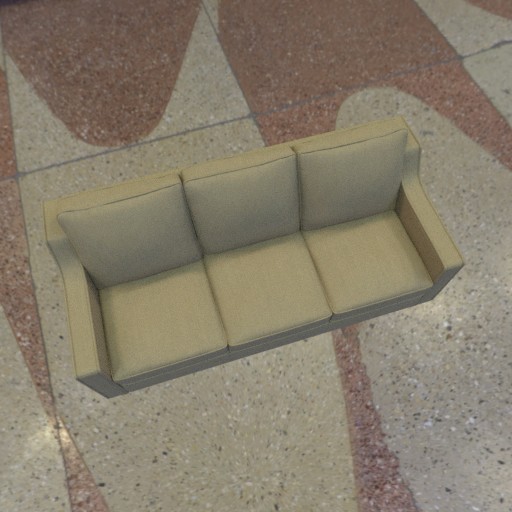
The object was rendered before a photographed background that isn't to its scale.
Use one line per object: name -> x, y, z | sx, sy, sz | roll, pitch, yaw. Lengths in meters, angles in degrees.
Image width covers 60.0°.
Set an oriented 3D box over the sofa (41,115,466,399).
sofa -> 0.000, 0.000, 2.460 | 1.986, 0.974, 0.911 | -15, 64, -8
